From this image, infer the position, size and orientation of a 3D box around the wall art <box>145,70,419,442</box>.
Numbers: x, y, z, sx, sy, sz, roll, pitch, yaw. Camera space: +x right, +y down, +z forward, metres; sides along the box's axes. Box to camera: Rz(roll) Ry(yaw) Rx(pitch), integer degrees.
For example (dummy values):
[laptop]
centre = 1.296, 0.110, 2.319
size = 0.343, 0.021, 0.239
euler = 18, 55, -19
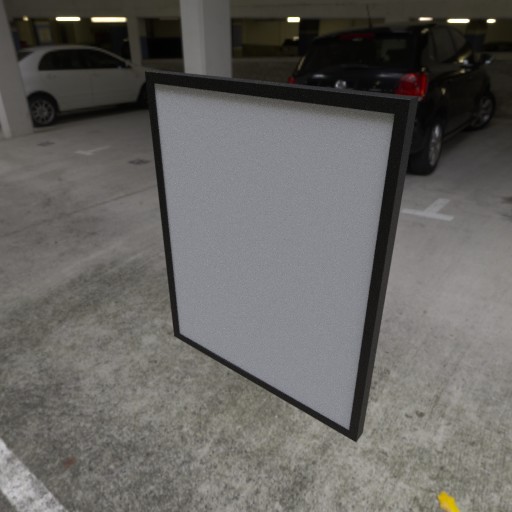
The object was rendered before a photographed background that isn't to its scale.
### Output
[wall art]
centre = 0.000, 0.000, 0.538
size = 0.325, 0.397, 0.018
euler = 21, 35, 33
